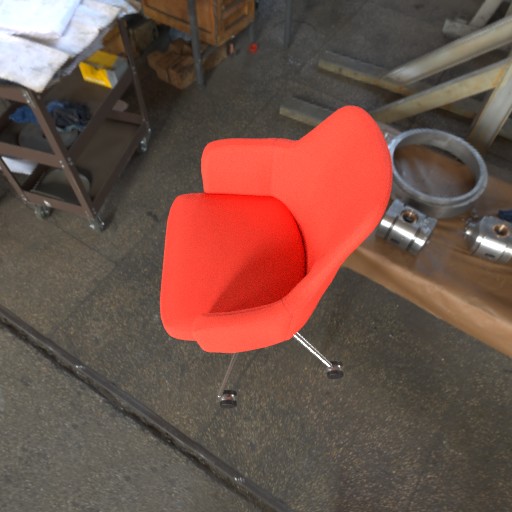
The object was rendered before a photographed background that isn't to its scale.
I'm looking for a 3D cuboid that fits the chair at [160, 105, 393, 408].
[{"bbox_3d":[0.000,0.000,1.265,0.600,0.820,0.655,-1,58,-1],"label":"chair"}]
